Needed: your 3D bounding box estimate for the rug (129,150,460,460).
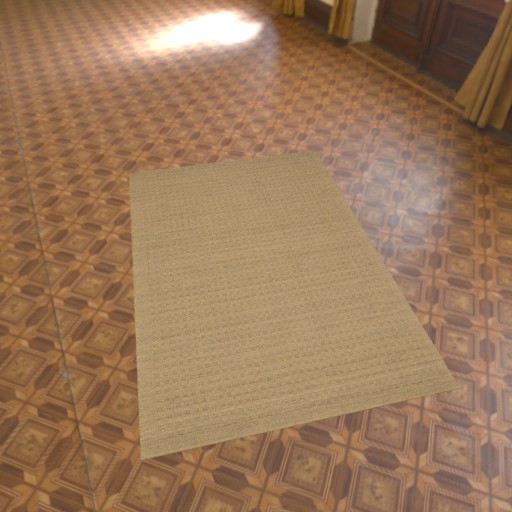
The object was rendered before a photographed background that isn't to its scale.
[{"bbox_3d":[0.000,0.000,3.644,1.981,0.006,2.895,-9,45,-9],"label":"rug"}]
